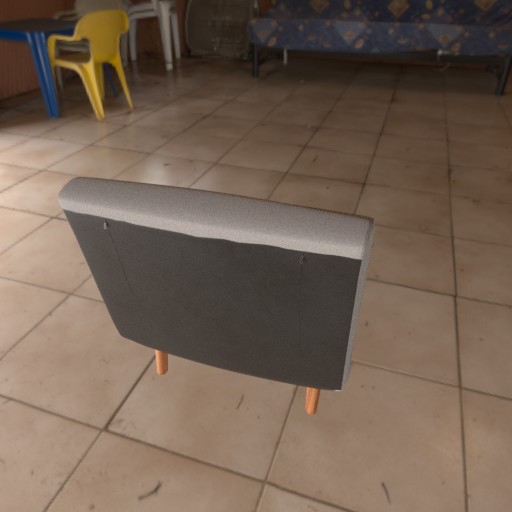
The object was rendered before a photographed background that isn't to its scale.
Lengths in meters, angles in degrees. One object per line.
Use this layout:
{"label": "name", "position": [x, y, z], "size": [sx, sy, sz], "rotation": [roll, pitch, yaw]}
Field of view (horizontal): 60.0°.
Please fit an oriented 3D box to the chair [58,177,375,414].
{"label": "chair", "position": [0.000, 0.000, 1.552], "size": [0.770, 0.808, 0.902], "rotation": [10, 35, 15]}
